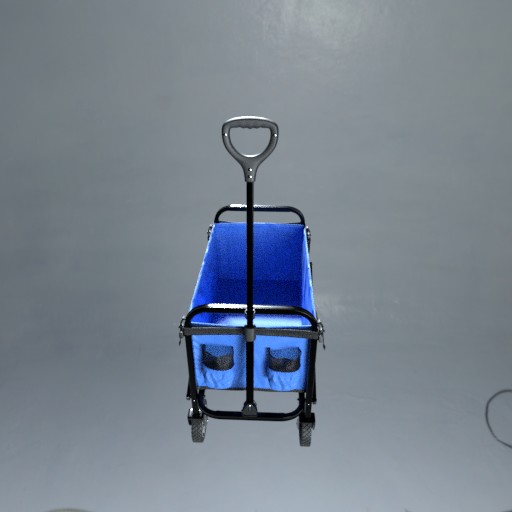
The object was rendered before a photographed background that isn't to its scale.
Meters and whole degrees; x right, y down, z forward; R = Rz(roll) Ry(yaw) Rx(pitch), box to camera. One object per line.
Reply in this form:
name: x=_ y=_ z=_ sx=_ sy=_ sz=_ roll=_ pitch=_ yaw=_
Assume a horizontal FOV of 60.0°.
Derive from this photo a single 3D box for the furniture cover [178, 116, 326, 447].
furniture cover: x=0.000 y=0.000 z=1.835 sx=0.532 sy=1.295 sz=1.038 roll=1 pitch=30 yaw=2
